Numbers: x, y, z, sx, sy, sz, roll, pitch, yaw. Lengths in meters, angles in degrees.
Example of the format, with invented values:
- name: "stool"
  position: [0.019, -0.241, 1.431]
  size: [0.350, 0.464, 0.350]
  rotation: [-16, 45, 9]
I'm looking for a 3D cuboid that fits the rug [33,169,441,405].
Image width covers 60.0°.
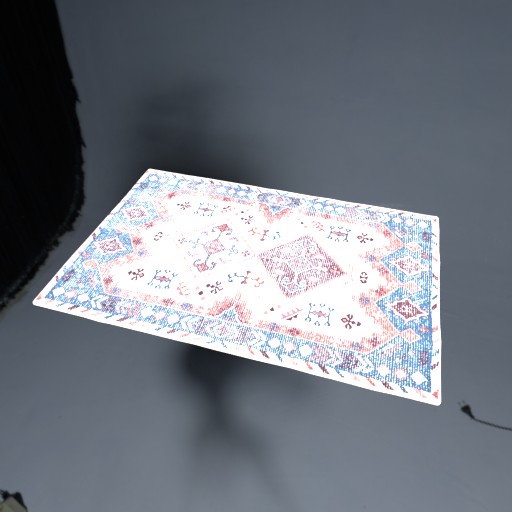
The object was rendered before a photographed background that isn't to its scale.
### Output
- name: "rug"
  position: [0.000, 0.000, 2.313]
  size: [1.840, 0.015, 1.225]
  rotation: [11, 44, 12]
